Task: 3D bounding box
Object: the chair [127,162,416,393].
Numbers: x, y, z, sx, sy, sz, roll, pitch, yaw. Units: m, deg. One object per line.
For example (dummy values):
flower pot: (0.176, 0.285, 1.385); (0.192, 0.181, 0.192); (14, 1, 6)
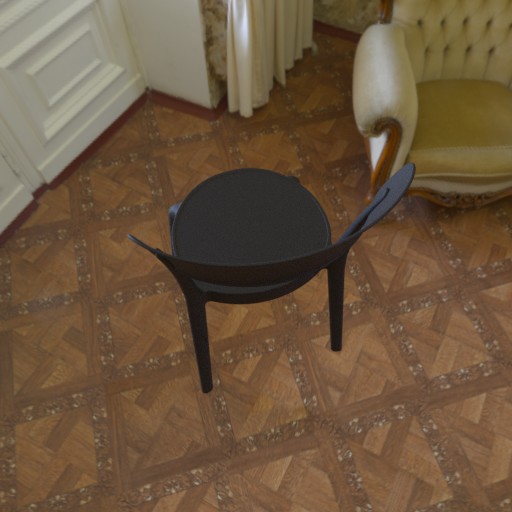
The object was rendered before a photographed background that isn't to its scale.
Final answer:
chair: (0.000, 0.000, 1.127); (0.506, 0.790, 0.491); (-15, 60, -9)
